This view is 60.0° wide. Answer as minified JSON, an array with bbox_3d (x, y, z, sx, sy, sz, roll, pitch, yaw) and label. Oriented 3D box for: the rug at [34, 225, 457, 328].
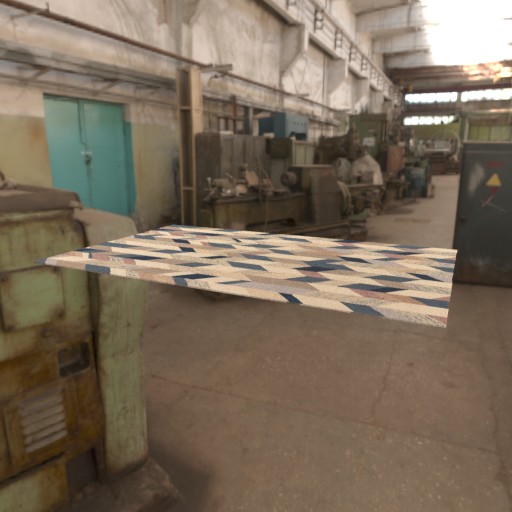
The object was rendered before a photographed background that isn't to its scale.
[{"bbox_3d":[0.000,0.000,2.962,2.423,0.008,1.513,7,15,25],"label":"rug"}]
